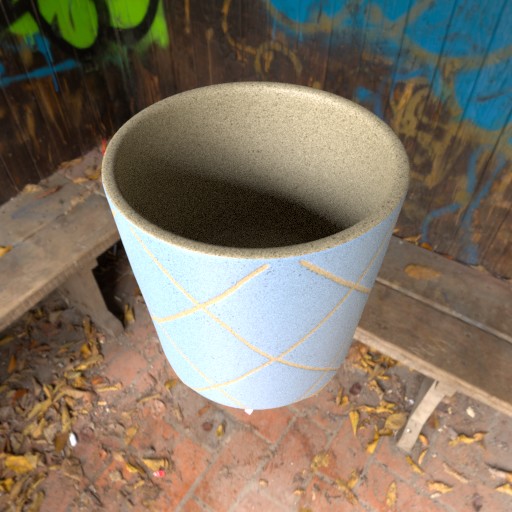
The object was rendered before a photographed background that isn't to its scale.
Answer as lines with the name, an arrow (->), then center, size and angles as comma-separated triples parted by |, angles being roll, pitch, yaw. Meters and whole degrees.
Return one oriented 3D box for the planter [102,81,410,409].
planter -> 0.000, 0.000, 0.418 | 0.227, 0.235, 0.227 | 0, 46, 0
